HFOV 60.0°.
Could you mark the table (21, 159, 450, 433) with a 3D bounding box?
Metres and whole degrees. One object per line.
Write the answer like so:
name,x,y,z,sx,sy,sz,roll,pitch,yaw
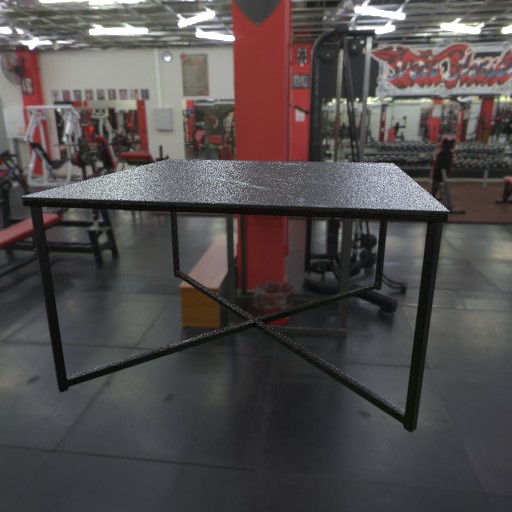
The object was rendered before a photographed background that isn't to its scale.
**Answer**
table,0.000,0.000,1.250,0.800,0.450,0.800,3,18,10
